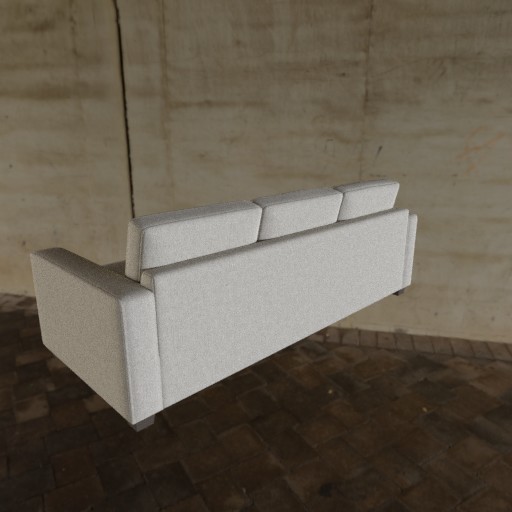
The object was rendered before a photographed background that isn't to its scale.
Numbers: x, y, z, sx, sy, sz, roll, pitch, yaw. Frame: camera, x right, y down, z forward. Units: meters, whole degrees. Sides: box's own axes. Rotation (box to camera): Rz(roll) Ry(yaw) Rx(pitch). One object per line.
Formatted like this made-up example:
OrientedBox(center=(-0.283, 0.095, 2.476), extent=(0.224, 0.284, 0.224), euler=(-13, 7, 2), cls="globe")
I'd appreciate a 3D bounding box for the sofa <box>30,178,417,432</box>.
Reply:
OrientedBox(center=(0.000, 0.000, 2.557), extent=(2.160, 0.800, 0.900), euler=(-16, 23, -42), cls="sofa")
